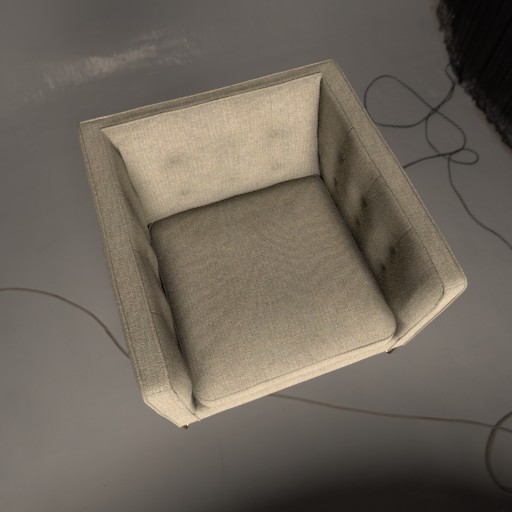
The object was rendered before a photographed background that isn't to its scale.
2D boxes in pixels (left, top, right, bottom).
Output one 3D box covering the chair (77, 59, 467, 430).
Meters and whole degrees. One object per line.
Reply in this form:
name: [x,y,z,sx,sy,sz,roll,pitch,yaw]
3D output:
chair: [0.000,0.000,1.620,0.920,0.799,0.912,-18,64,-9]
